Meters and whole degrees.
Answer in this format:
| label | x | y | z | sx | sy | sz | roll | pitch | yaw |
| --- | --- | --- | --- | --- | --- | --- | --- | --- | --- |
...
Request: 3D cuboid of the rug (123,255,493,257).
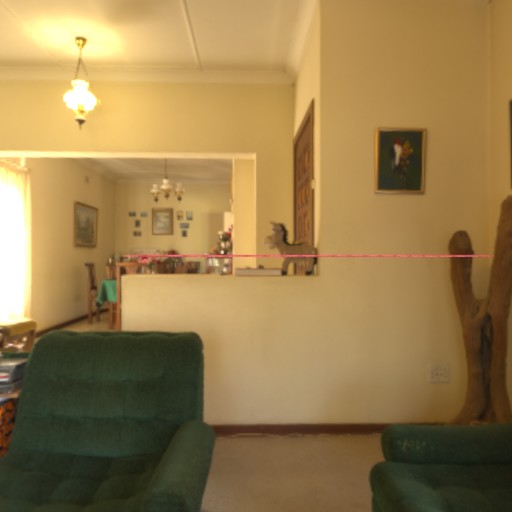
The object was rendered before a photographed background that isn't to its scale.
| label | x | y | z | sx | sy | sz | roll | pitch | yaw |
| --- | --- | --- | --- | --- | --- | --- | --- | --- | --- |
| rug | 0.000 | 0.000 | 4.278 | 2.389 | 0.011 | 3.306 | 0 | 0 | -18 |
